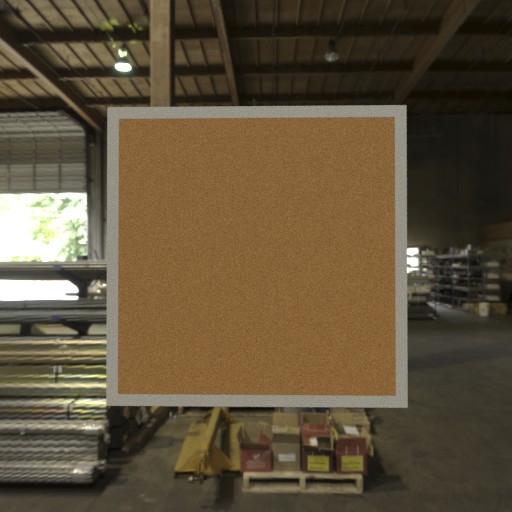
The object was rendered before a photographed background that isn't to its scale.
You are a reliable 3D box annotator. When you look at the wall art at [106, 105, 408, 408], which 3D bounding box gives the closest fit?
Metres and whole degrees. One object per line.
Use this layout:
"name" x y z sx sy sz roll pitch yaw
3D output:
"wall art" 0.000 0.000 1.205 0.812 0.813 0.013 0 -1 1
